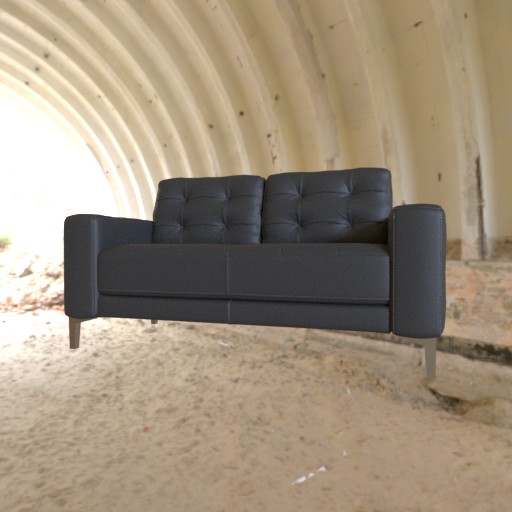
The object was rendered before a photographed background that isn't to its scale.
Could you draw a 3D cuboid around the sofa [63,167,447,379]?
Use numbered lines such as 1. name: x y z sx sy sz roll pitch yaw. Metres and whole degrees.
1. sofa: 0.000 0.000 2.250 1.726 0.893 0.833 0 1 18
